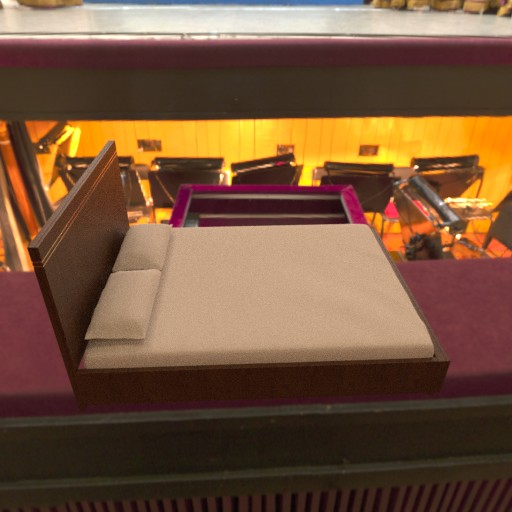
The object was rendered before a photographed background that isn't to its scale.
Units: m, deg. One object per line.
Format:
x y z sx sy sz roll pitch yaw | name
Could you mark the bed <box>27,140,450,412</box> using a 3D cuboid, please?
0.000 0.000 3.111 2.221 1.169 1.613 -1 32 -2 | bed
